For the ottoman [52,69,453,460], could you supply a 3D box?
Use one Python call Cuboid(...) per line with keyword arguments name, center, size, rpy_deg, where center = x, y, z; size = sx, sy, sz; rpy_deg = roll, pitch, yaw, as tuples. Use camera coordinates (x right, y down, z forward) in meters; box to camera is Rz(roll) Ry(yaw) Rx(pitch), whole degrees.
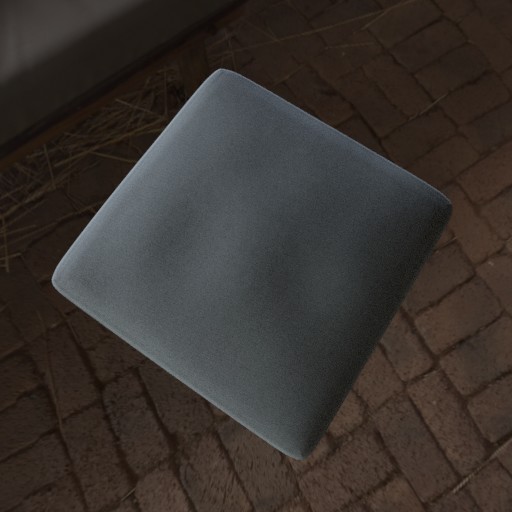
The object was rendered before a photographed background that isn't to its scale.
Cuboid(name="ottoman", center=(0.000, 0.000, 1.376), size=(0.843, 0.441, 0.842), rpy_deg=(33, 78, 8))
